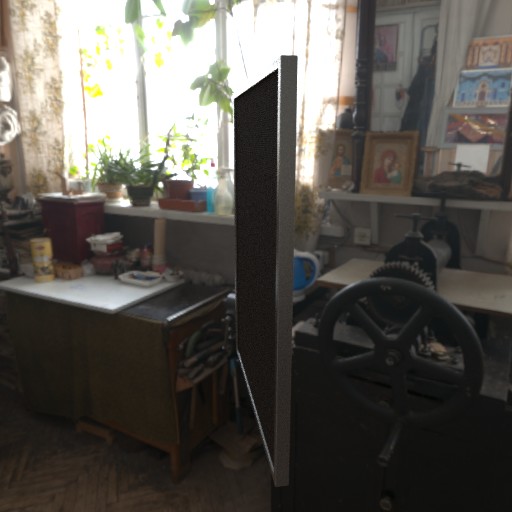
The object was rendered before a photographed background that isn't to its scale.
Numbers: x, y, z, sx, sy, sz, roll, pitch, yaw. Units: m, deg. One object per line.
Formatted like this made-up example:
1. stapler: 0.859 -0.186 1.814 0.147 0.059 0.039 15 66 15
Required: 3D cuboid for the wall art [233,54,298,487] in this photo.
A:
1. wall art: 0.000 0.000 1.427 0.037 1.062 0.801 -3 15 -10
